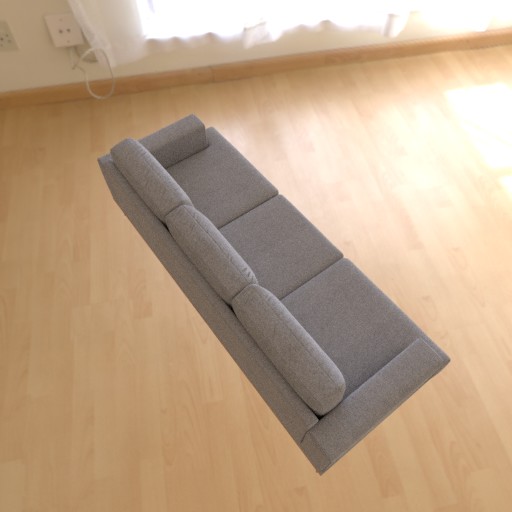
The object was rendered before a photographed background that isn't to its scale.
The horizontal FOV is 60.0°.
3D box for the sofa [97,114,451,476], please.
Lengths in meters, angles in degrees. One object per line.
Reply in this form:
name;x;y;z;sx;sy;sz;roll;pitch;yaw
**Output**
sofa;0.000;0.000;2.711;0.920;0.810;2.310;-32;63;-19
